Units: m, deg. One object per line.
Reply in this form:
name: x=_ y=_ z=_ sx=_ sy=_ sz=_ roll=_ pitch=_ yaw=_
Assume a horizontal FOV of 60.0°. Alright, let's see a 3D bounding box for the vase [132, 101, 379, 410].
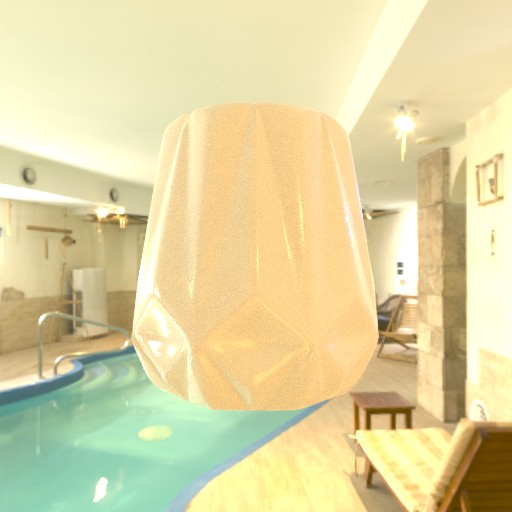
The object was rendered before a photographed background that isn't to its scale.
vase: x=0.000 y=0.000 z=0.265 sx=0.141 sy=0.152 sz=0.141 roll=0 pitch=-1 yaw=0
